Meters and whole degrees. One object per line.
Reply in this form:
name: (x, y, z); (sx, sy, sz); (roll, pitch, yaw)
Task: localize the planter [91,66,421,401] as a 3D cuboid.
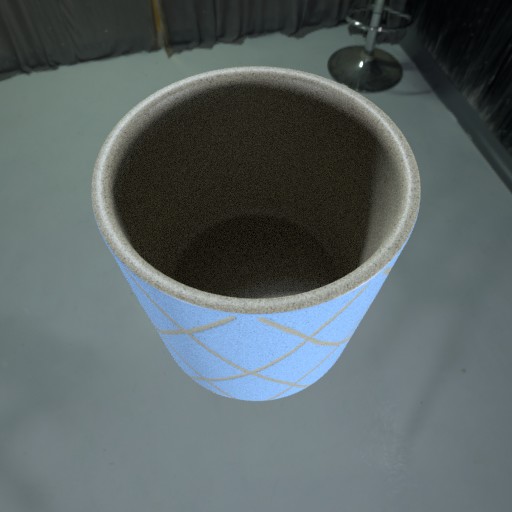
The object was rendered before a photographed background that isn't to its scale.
planter: (0.000, 0.000, 0.344); (0.191, 0.200, 0.191); (0, 58, 0)
